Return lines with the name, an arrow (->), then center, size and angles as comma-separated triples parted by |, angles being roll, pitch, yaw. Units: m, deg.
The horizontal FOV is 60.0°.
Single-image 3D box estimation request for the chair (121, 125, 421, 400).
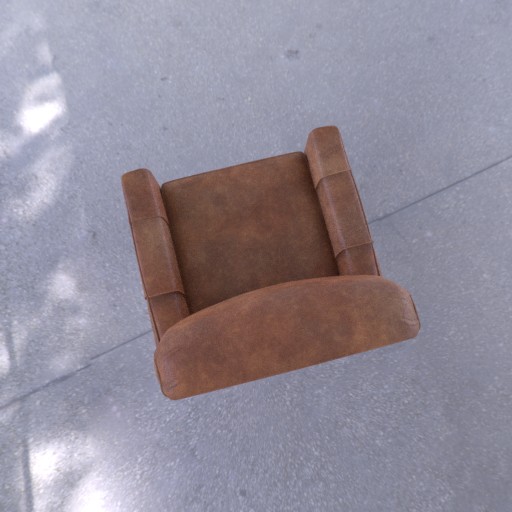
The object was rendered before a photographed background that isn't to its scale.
chair -> 0.000, 0.000, 1.664 | 0.843, 1.043, 0.836 | -14, 77, -3
